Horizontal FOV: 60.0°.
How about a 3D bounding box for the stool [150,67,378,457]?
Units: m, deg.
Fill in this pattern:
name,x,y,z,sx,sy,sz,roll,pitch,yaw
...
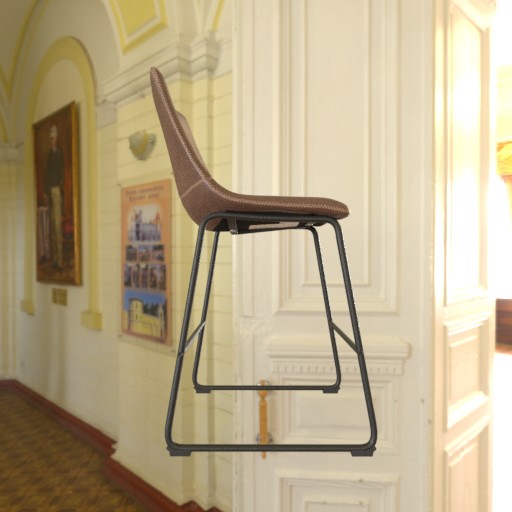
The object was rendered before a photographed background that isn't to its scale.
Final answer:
name,x,y,z,sx,sy,sz,roll,pitch,yaw
stool,0.000,0.000,1.213,0.550,0.890,0.460,0,1,0
